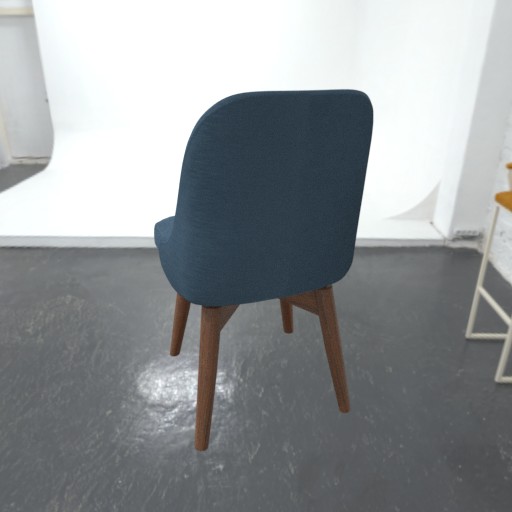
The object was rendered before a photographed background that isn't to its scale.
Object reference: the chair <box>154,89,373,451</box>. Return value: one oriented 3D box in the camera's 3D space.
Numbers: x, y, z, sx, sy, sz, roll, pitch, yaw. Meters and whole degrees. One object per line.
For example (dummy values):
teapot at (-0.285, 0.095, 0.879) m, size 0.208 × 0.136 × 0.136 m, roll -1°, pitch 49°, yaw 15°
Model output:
chair at (0.000, 0.000, 1.208) m, size 0.503 × 0.882 × 0.589 m, roll -8°, pitch 25°, yaw -17°
